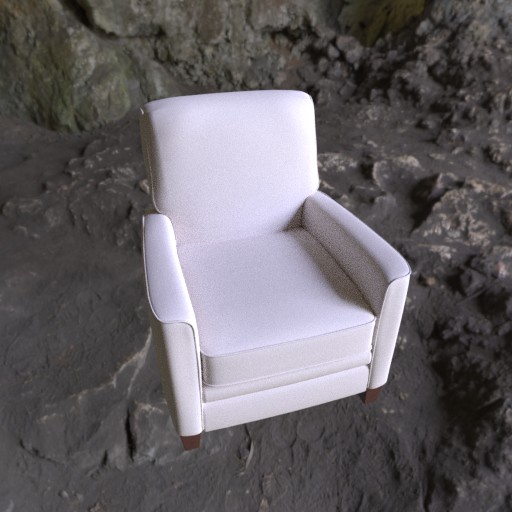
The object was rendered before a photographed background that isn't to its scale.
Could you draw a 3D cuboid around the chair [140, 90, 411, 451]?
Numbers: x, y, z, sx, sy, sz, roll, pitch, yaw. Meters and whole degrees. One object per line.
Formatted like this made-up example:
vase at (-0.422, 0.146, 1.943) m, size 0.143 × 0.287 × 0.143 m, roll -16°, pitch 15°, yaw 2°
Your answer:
chair at (0.000, 0.000, 1.667) m, size 0.841 × 1.028 × 0.858 m, roll -9°, pitch 34°, yaw -14°
